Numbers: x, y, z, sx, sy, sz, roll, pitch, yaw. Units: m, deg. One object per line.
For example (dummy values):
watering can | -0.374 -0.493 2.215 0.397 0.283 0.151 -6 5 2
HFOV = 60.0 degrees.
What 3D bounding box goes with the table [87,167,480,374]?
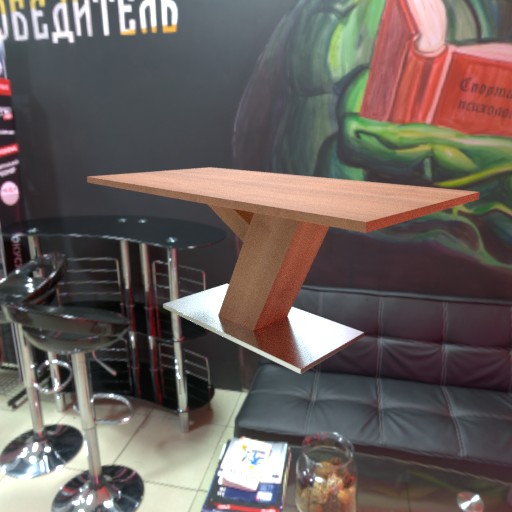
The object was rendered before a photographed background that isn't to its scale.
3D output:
table | 0.000 0.000 2.300 1.800 0.750 0.900 15 22 43
